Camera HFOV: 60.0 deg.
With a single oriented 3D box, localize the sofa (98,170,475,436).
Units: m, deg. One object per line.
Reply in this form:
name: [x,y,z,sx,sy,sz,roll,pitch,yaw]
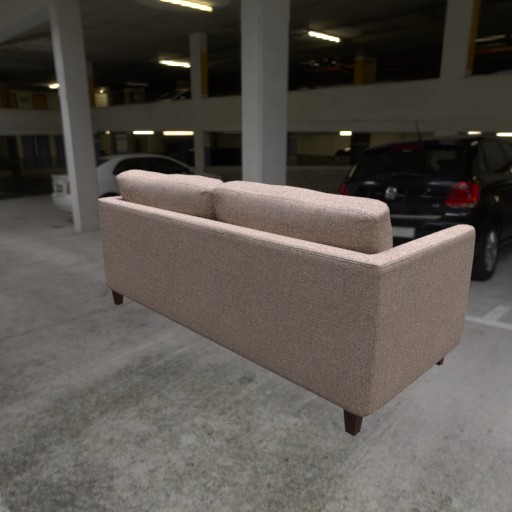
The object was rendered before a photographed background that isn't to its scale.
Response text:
sofa: [0.000,0.000,2.684,0.951,0.965,2.208,-15,22,-42]
